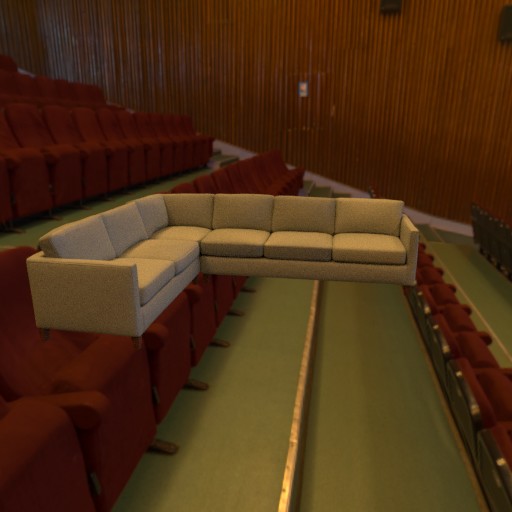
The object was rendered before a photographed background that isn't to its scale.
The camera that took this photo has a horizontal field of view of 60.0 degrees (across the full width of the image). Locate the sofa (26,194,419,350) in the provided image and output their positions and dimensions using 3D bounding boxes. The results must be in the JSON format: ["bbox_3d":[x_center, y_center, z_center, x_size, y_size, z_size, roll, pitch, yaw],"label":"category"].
[{"bbox_3d":[0.000,0.000,4.495,3.301,0.947,2.592,3,16,9],"label":"sofa"}]
